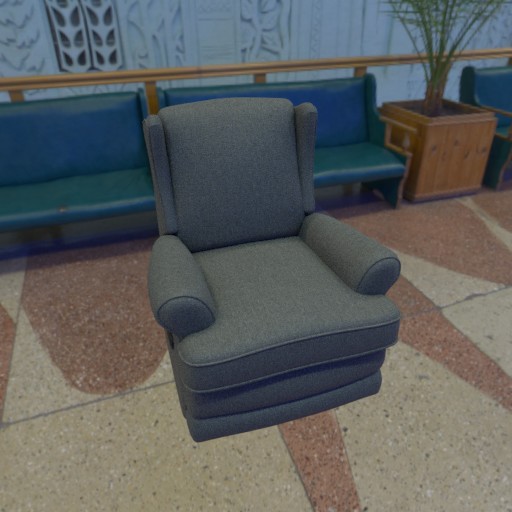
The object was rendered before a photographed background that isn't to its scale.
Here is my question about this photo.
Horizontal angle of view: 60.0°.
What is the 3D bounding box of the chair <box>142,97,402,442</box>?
[{"bbox_3d":[0.000,0.000,1.711,0.847,1.011,0.969,-10,33,-15],"label":"chair"}]
